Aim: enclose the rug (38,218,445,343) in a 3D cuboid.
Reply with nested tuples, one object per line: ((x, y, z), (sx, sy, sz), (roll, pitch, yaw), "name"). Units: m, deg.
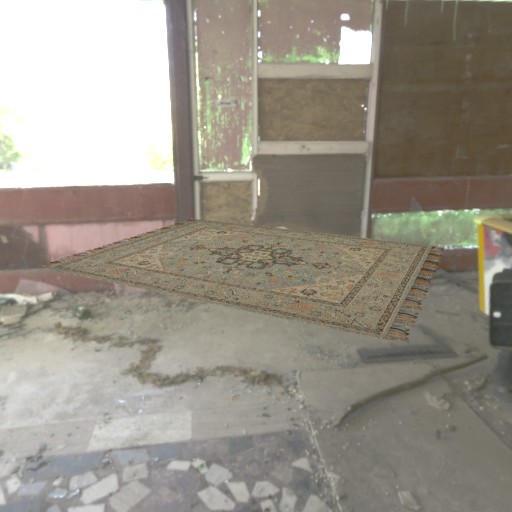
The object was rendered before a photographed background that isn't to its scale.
((0.000, 0.000, 3.538), (2.651, 0.010, 1.971), (8, 18, 26), "rug")
